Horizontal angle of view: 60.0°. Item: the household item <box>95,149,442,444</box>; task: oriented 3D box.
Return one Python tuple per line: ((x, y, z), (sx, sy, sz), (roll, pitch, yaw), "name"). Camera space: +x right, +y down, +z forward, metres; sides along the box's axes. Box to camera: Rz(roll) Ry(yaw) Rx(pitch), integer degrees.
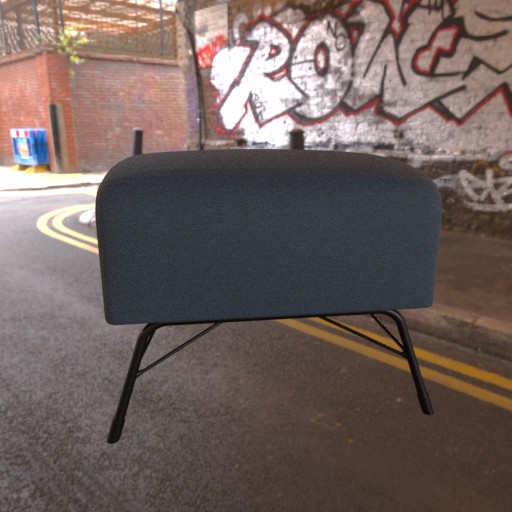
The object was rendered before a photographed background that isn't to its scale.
((0.000, 0.000, 0.896), (0.530, 0.420, 0.530), (-2, 16, -8), "household item")
